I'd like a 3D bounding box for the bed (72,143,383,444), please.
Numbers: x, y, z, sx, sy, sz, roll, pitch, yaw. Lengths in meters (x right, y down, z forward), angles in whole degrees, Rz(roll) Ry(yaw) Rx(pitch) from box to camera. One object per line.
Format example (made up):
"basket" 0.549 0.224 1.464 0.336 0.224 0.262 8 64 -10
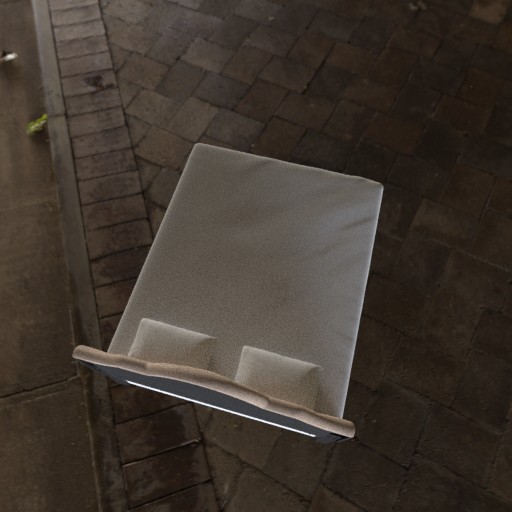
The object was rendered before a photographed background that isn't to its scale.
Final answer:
"bed" 0.000 0.000 2.988 1.667 1.194 1.970 14 65 7
